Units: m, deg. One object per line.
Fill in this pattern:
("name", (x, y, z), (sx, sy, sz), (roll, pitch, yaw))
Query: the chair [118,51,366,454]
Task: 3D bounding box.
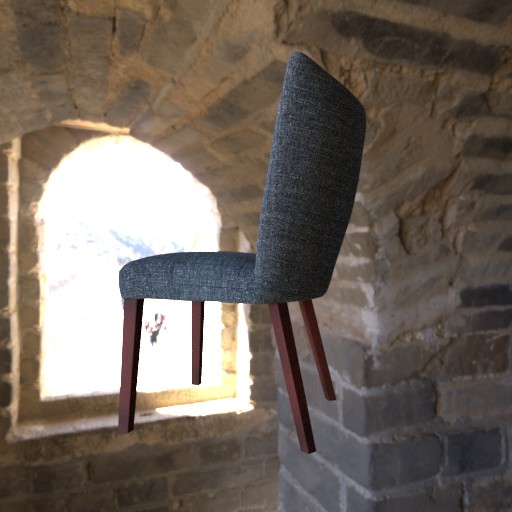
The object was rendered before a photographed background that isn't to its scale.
("chair", (0.000, 0.000, 1.294), (0.623, 0.924, 0.535), (0, 0, 17))
